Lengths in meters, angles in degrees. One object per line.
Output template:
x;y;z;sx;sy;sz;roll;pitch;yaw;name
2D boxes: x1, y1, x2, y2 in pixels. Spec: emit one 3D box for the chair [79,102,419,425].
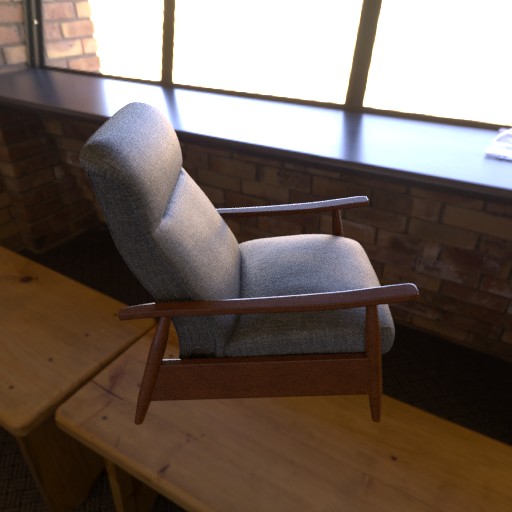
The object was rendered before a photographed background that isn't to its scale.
0.000;0.000;1.760;1.030;1.082;0.762;0;31;-1;chair
